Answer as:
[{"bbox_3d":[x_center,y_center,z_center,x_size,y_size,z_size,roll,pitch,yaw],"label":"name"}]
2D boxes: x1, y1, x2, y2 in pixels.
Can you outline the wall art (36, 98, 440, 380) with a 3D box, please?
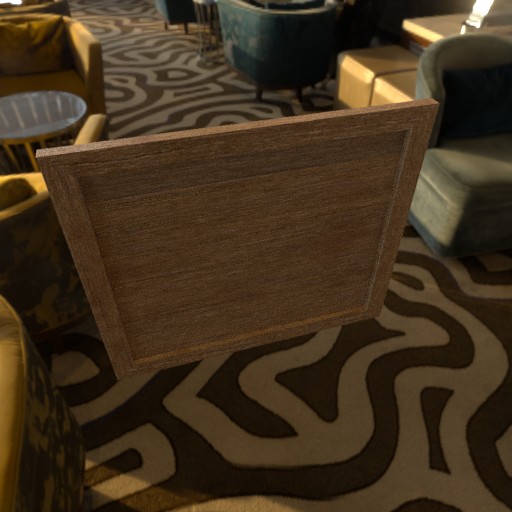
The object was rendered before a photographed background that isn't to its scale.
[{"bbox_3d":[0.000,0.000,0.936,0.690,0.588,0.026,-11,43,-12],"label":"wall art"}]
